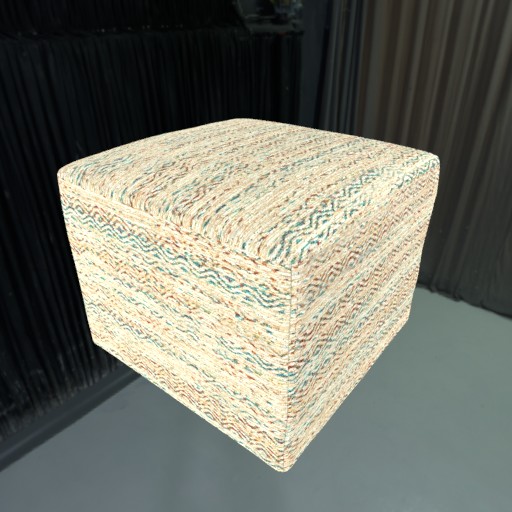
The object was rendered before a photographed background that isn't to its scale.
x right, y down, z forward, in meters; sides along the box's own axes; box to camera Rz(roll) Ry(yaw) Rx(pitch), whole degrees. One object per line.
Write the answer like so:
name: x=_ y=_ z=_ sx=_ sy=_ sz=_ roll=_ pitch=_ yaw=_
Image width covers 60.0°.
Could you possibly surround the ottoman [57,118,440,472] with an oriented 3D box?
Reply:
ottoman: x=0.000 y=0.000 z=0.898 sx=0.521 sy=0.453 sz=0.512 roll=21 pitch=36 yaw=33
